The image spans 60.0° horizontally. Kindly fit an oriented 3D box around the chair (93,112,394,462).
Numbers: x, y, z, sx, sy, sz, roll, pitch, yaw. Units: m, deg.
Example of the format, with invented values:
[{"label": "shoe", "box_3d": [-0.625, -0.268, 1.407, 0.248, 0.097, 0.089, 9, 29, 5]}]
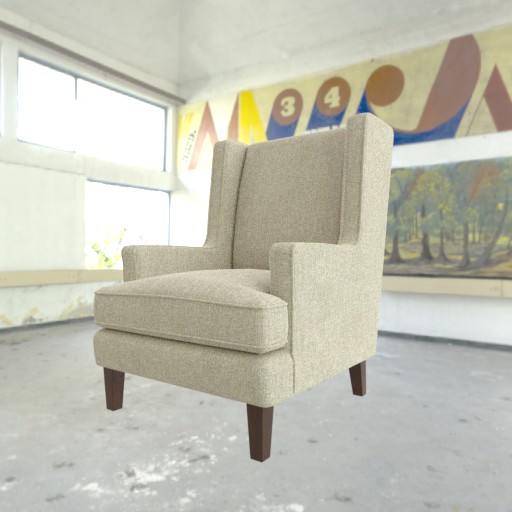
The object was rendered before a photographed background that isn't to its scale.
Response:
[{"label": "chair", "box_3d": [0.000, 0.000, 1.712, 0.764, 1.082, 0.948, 0, 1, 36]}]
